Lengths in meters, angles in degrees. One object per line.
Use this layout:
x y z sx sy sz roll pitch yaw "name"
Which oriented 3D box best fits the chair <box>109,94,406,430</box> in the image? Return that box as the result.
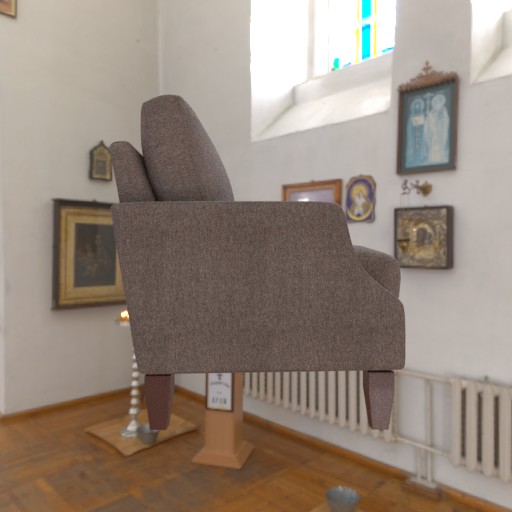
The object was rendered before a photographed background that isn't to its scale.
0.000 0.000 1.649 0.897 0.993 0.855 0 -1 0 "chair"
